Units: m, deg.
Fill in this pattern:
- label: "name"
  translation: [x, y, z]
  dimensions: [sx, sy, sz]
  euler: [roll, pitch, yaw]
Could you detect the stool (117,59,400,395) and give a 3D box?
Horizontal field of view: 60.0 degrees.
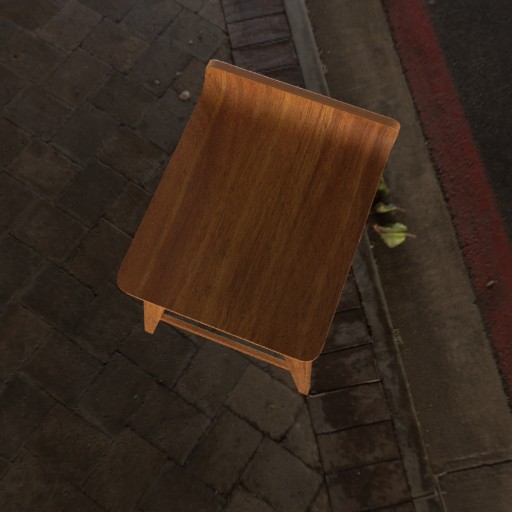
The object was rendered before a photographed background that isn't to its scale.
- label: "stool"
  translation: [0.000, 0.000, 1.007]
  dimensions: [0.500, 0.650, 0.500]
  euler: [20, 77, 5]
